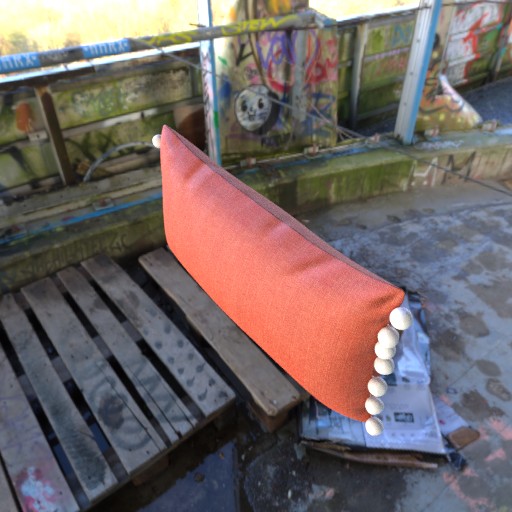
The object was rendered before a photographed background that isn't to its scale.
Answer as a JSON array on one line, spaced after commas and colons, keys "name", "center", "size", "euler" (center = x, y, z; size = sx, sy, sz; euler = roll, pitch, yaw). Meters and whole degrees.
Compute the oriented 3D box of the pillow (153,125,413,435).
[{"name": "pillow", "center": [0.000, 0.000, 0.864], "size": [0.201, 0.322, 0.709], "euler": [-25, 45, -28]}]
